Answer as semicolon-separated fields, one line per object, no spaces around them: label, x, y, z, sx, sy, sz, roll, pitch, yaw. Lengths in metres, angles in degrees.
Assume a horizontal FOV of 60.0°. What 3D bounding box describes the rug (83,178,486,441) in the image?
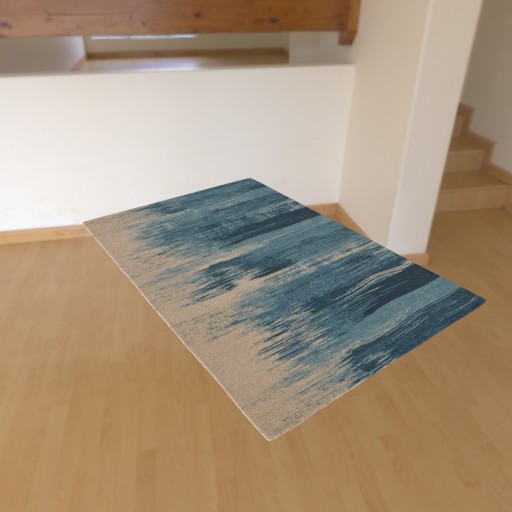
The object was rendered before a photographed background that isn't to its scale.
rug;0.000;0.000;2.298;1.232;0.009;1.836;-21;37;-30
